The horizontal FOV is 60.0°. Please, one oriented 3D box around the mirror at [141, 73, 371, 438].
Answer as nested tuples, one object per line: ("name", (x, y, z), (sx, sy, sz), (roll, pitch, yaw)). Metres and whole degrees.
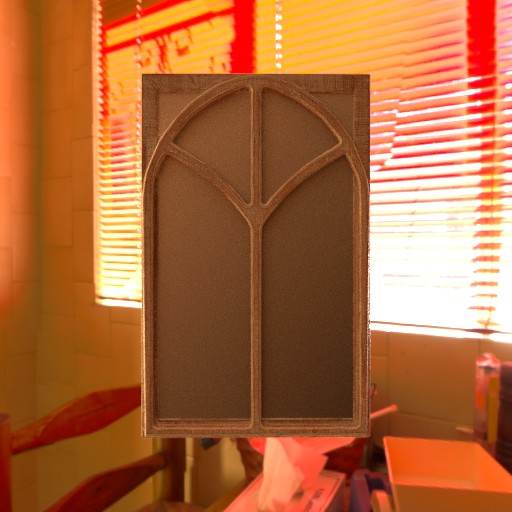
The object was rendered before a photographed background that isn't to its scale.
("mirror", (0.000, 0.000, 0.959), (0.495, 0.787, 0.058), (0, 0, 0))
